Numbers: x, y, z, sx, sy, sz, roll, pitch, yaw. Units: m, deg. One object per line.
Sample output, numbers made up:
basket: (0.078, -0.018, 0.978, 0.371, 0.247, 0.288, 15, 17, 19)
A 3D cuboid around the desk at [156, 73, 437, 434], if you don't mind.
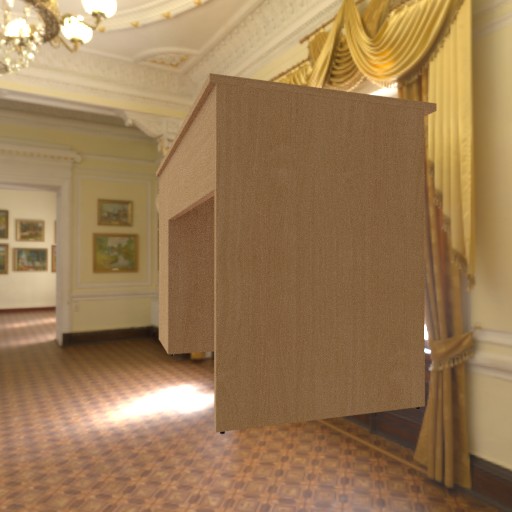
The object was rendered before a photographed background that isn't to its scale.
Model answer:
desk: (0.000, 0.000, 1.505, 0.560, 0.735, 1.097, 0, 0, -18)
